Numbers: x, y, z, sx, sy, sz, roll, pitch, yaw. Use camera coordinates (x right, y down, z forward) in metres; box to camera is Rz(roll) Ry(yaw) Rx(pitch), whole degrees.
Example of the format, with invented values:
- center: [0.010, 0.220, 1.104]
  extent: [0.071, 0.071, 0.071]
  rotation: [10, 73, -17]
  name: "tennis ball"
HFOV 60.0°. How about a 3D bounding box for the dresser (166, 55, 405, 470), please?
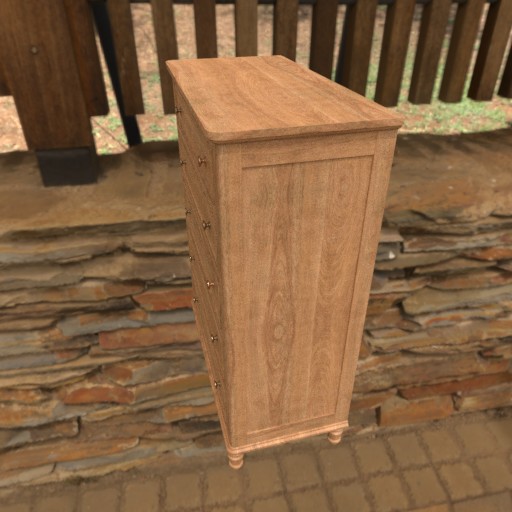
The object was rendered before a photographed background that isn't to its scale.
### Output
- center: [0.000, 0.000, 1.768]
  extent: [0.484, 1.318, 0.973]
  rotation: [-8, 34, -13]
  name: "dresser"
